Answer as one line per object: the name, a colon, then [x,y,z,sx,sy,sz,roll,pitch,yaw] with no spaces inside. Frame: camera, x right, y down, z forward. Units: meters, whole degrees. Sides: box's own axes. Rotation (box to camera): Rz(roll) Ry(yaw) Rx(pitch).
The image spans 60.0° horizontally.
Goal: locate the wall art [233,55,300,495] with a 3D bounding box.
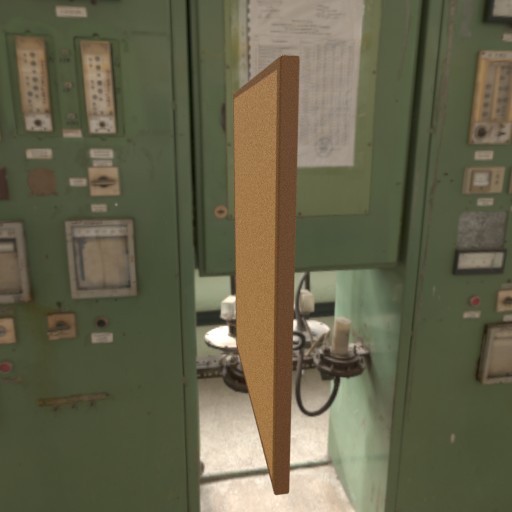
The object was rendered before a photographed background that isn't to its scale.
wall art: [0.000,0.000,0.742,0.021,0.550,0.449,-2,16,-9]
